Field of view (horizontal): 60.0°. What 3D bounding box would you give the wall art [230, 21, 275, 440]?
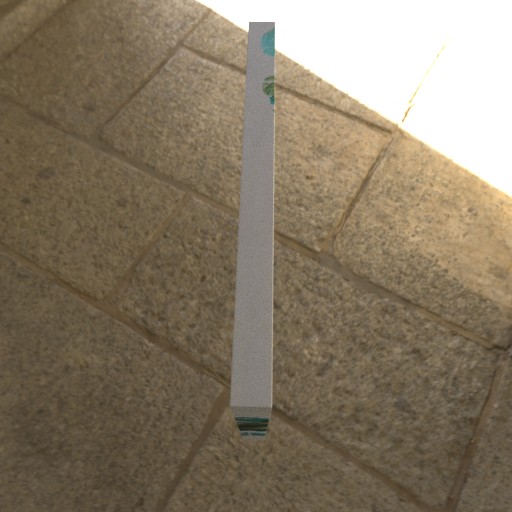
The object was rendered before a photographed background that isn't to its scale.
[{"bbox_3d":[0.000,0.000,0.694,0.041,0.435,0.507,1,64,1],"label":"wall art"}]
